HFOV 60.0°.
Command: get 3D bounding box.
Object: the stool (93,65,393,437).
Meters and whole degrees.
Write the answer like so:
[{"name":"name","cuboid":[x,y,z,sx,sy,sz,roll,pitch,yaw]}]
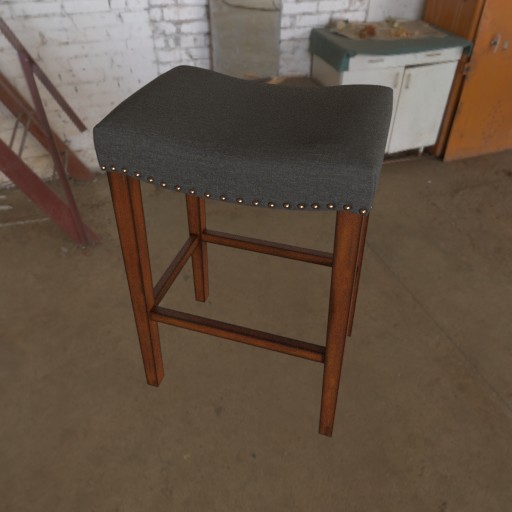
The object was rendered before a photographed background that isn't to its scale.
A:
[{"name":"stool","cuboid":[0.000,0.000,1.035,0.502,0.748,0.366,11,42,13]}]
